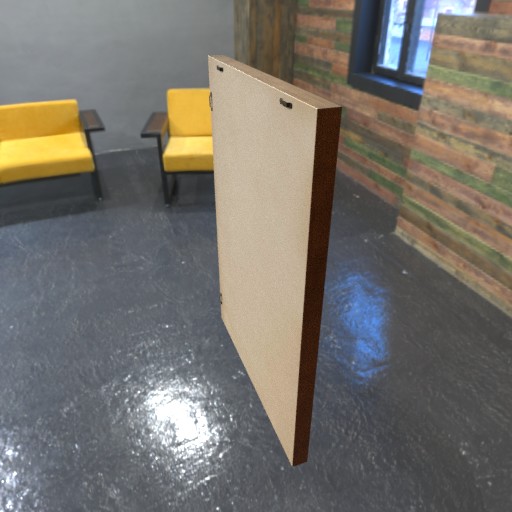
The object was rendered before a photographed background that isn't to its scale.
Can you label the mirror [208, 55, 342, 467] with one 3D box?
[{"bbox_3d":[0.000,0.000,0.925,0.039,0.711,0.508,-11,33,-17],"label":"mirror"}]
